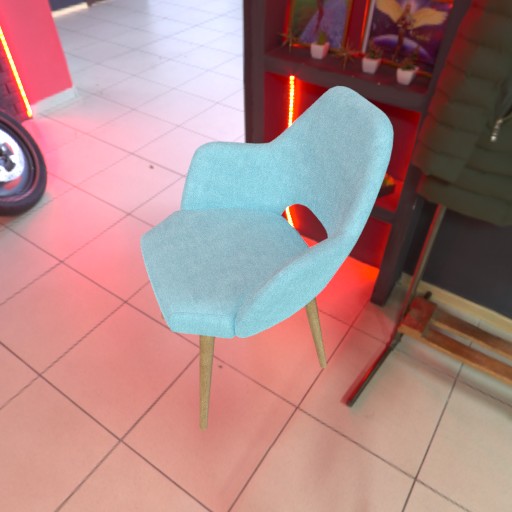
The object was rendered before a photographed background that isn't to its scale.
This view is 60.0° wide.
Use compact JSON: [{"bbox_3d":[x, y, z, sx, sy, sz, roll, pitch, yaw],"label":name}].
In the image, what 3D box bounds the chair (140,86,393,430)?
[{"bbox_3d":[0.000,0.000,1.283,0.610,0.840,0.590,-16,46,-16],"label":"chair"}]
